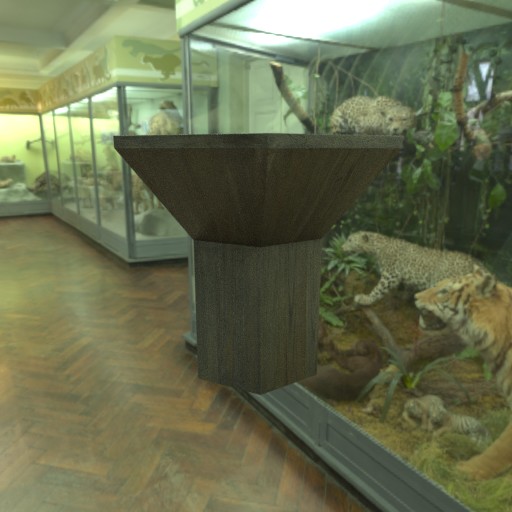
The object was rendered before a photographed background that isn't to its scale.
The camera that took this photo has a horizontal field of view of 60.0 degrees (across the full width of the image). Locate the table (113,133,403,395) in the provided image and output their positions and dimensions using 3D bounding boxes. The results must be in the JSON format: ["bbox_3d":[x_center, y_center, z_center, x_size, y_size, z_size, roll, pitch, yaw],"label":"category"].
[{"bbox_3d":[0.000,0.000,1.137,0.683,0.586,0.592,7,15,26],"label":"table"}]
